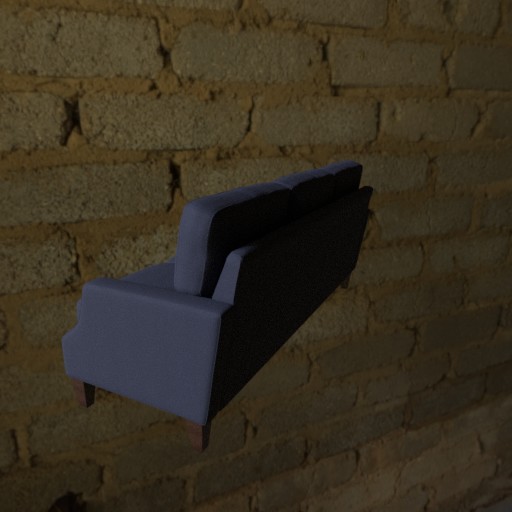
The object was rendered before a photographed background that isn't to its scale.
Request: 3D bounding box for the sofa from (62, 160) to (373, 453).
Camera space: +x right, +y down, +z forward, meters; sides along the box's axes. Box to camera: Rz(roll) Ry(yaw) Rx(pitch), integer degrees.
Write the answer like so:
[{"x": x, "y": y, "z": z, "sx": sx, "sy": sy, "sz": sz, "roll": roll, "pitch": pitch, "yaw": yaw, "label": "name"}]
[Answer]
[{"x": 0.000, "y": 0.000, "z": 2.582, "sx": 0.888, "sy": 0.984, "sz": 2.115, "roll": 8, "pitch": 19, "yaw": 26, "label": "sofa"}]
